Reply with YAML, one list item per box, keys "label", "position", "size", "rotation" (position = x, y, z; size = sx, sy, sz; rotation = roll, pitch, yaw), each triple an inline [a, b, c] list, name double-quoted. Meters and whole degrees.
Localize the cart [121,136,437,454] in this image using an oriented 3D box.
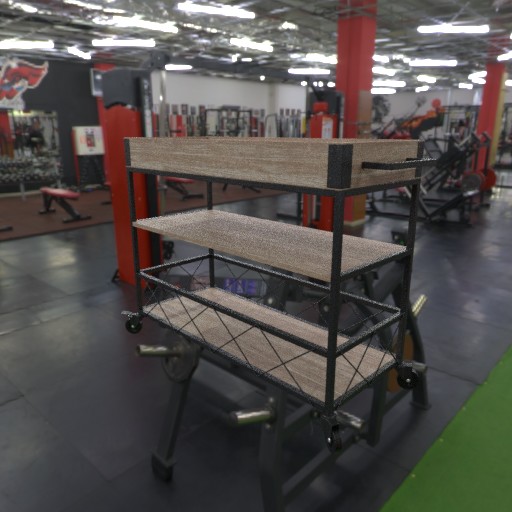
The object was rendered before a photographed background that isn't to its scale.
- label: "cart"
  position: [0.000, 0.000, 1.539]
  size: [0.500, 0.787, 1.101]
  rotation: [-15, 22, -43]
